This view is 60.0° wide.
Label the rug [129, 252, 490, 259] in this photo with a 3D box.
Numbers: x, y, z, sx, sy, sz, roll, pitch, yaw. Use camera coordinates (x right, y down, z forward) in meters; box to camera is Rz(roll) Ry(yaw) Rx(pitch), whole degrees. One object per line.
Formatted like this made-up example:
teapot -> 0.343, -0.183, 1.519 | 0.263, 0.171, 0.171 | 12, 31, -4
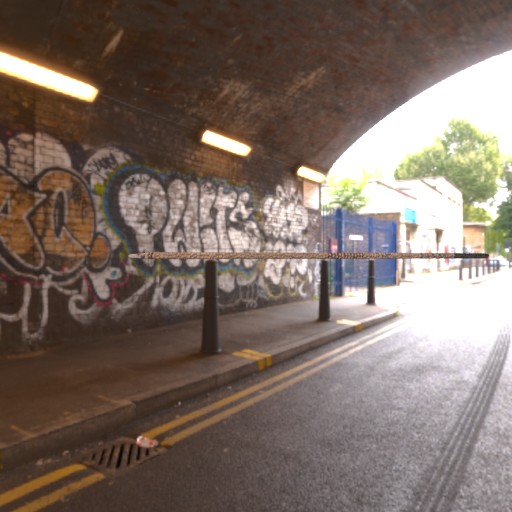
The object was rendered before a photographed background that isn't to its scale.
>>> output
rug -> 0.000, 0.000, 2.327 | 1.238, 0.020, 1.847 | 0, 0, -18
